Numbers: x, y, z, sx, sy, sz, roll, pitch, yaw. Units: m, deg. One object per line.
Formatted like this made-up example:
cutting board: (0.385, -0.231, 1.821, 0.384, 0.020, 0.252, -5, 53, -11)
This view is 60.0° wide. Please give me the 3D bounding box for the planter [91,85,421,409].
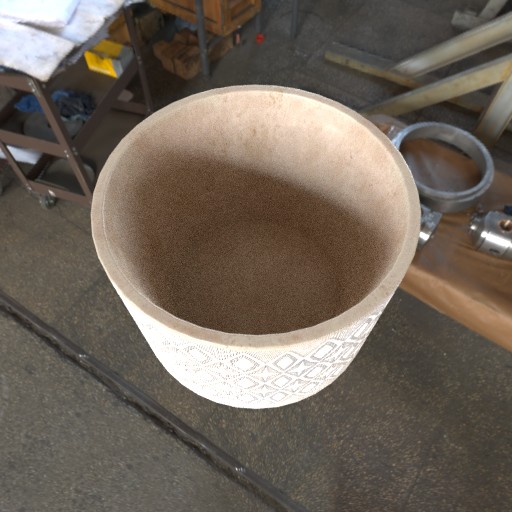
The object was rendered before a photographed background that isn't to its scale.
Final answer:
planter: (0.000, 0.000, 0.278, 0.164, 0.127, 0.164, 0, 59, 0)
